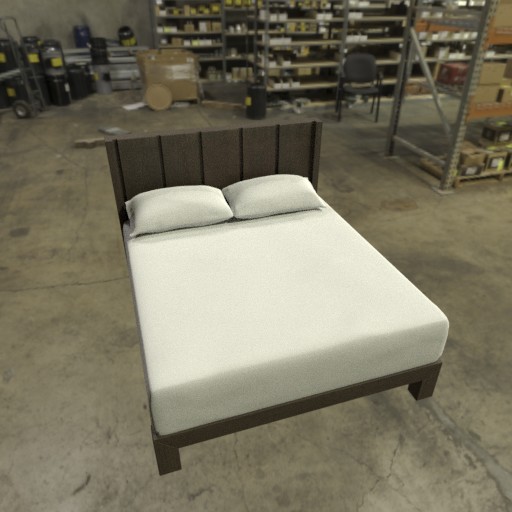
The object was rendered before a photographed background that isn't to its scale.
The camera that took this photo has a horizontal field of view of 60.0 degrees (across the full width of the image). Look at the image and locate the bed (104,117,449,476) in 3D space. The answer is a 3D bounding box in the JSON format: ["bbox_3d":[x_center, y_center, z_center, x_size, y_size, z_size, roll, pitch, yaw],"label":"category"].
[{"bbox_3d":[0.000,0.000,3.068,1.735,1.261,1.992,-10,33,-15],"label":"bed"}]
